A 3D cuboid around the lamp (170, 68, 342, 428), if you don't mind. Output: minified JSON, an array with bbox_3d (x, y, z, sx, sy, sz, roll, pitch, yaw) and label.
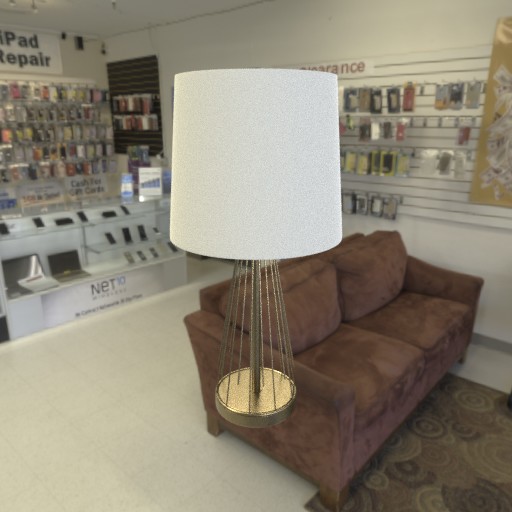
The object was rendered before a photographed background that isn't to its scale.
[{"bbox_3d":[0.000,0.000,0.806,0.303,0.618,0.303,0,17,0],"label":"lamp"}]
